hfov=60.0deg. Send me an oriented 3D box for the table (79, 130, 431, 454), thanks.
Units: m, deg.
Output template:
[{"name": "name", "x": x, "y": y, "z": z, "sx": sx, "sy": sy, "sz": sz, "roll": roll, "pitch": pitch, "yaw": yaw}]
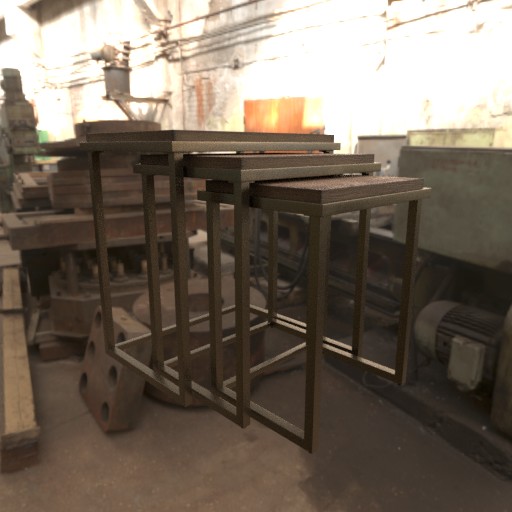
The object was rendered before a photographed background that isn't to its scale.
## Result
[{"name": "table", "x": 0.000, "y": 0.000, "z": 1.139, "sx": 0.559, "sy": 0.610, "sz": 0.706, "roll": -14, "pitch": 19, "yaw": -43}]
